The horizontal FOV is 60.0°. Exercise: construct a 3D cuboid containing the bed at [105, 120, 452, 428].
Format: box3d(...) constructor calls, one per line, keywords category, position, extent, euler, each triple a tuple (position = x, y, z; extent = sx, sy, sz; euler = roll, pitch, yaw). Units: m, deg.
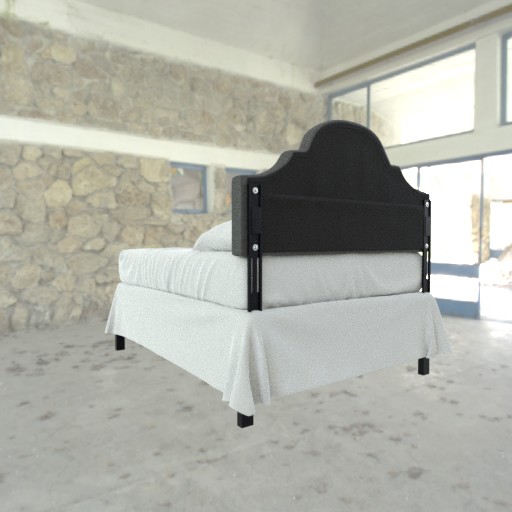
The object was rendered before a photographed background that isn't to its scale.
box3d(category="bed", position=(0.000, 0.000, 3.413), extent=(1.780, 1.634, 2.222), euler=(-1, 2, -35))
